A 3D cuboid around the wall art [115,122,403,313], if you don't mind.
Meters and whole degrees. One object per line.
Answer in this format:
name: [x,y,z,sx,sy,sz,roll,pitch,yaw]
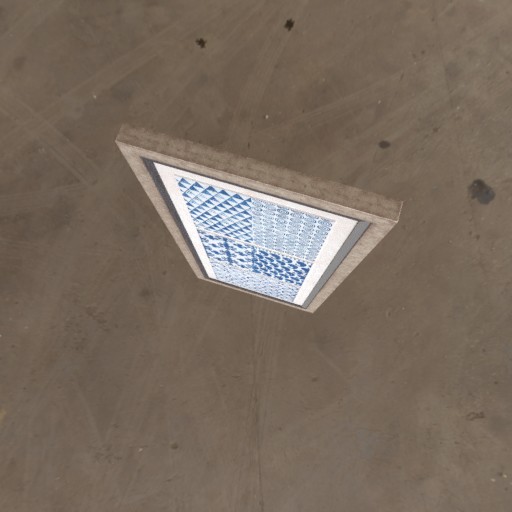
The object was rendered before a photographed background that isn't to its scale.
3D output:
wall art: [0.000,0.000,1.679,0.648,1.461,0.051,17,76,4]
